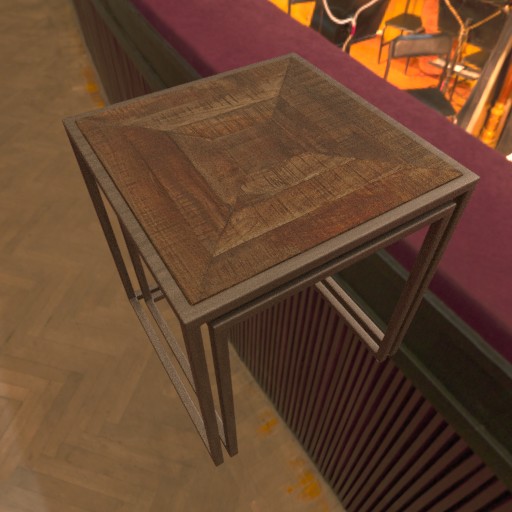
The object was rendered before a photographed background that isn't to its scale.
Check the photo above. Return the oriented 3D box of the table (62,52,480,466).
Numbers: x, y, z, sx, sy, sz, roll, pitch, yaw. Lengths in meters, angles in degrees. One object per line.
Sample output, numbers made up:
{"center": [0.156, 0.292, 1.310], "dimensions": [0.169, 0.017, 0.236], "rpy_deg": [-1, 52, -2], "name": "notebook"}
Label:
{"center": [0.000, 0.000, 0.842], "dimensions": [0.450, 0.500, 0.449], "rpy_deg": [-25, 53, -20], "name": "table"}
